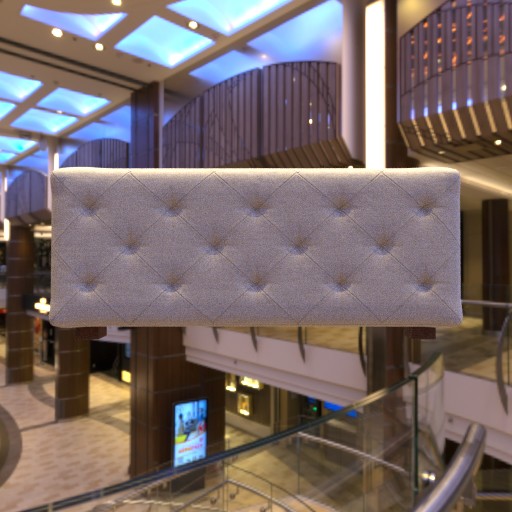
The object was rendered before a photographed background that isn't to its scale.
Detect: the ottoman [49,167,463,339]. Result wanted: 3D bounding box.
[{"bbox_3d":[0.000,0.000,1.592,1.028,0.439,1.028,0,-1,0],"label":"ottoman"}]
